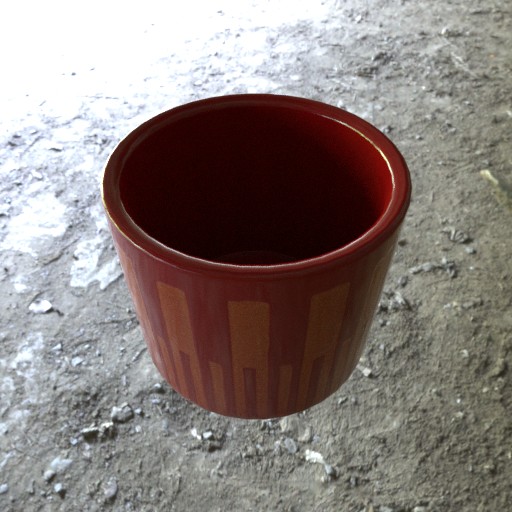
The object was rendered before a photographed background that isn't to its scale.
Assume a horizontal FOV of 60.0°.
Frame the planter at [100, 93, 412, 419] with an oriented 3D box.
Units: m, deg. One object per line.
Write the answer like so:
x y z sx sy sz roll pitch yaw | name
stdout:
0.000 0.000 0.404 0.230 0.202 0.230 0 46 0 | planter
